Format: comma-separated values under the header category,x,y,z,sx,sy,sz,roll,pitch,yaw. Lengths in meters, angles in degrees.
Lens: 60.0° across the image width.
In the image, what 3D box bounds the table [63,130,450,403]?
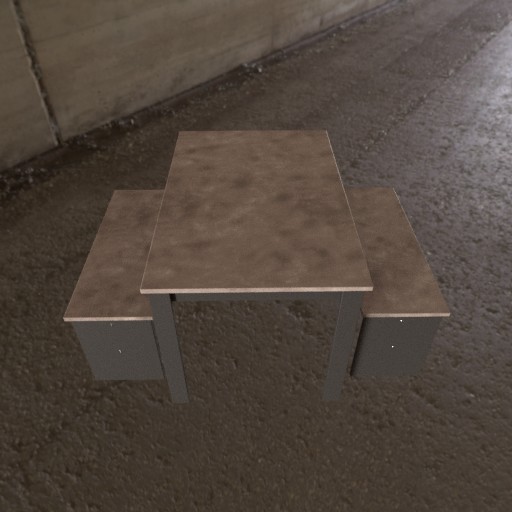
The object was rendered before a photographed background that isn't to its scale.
category,x,y,z,sx,sy,sz,roll,pitch,yaw
table,0.000,0.000,2.030,1.443,0.700,1.100,-1,41,-1
